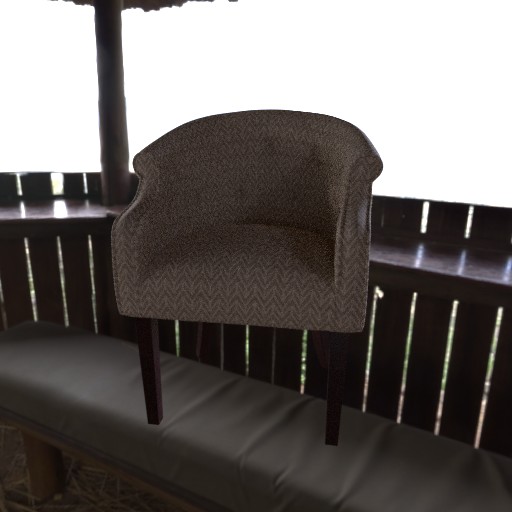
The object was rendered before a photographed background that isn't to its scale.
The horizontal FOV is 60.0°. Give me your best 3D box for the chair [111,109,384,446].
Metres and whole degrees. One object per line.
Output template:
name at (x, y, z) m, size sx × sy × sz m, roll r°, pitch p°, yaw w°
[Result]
chair at (0.000, 0.000, 1.328) m, size 0.686 × 0.858 × 0.613 m, roll 3°, pitch 16°, yaw 10°
